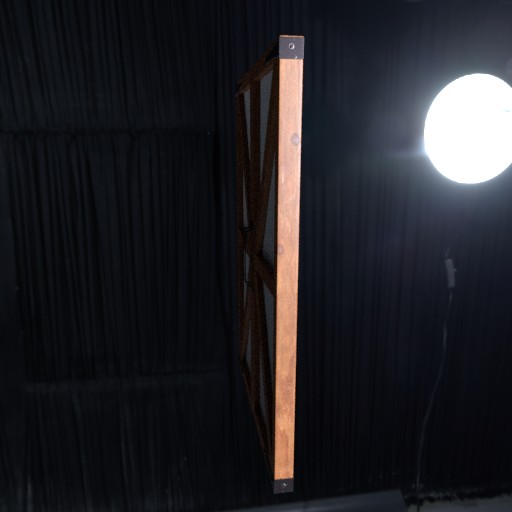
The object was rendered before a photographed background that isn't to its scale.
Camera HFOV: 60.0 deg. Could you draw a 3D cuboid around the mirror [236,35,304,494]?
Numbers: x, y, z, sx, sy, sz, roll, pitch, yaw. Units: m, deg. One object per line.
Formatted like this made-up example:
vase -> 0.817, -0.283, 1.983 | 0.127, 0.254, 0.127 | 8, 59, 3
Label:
mirror -> 0.000, 0.000, 0.956 | 0.053, 0.761, 0.517 | -2, 14, -9
